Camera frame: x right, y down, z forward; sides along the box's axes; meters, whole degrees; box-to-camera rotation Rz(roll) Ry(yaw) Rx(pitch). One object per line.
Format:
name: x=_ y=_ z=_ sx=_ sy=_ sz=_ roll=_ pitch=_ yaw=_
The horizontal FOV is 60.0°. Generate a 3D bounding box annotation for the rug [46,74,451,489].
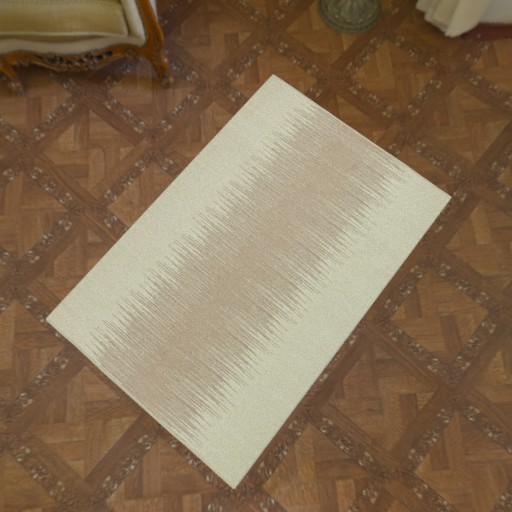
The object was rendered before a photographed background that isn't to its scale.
rug: x=0.000 y=0.000 z=2.311 sx=1.234 sy=0.006 sz=1.850 roll=38 pitch=78 yaw=9
